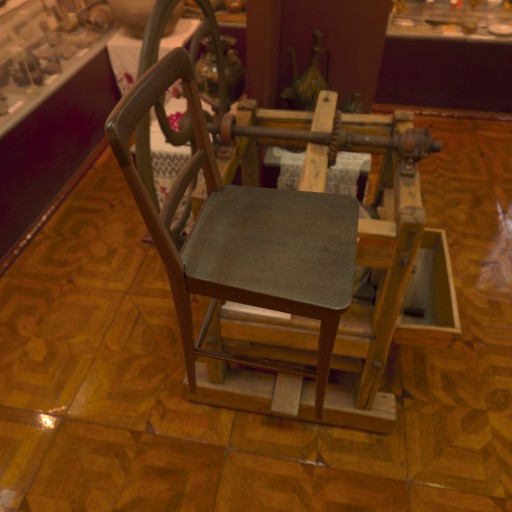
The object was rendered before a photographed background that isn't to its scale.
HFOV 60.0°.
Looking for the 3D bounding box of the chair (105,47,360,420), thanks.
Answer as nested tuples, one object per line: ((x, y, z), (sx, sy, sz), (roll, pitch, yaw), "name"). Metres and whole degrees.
((0.000, 0.000, 1.282), (0.546, 0.991, 0.450), (9, 45, 9), "chair")
